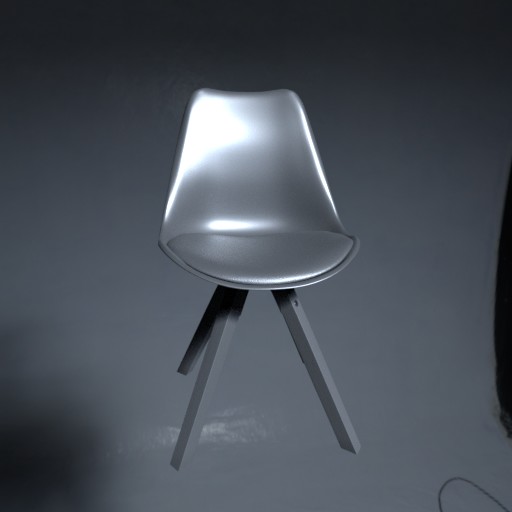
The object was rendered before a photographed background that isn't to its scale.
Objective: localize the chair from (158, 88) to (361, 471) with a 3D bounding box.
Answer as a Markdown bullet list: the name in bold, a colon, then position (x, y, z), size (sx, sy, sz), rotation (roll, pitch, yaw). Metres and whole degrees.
- **chair**: position (0.000, 0.000, 1.137), size (0.485, 0.850, 0.530), rotation (-2, 16, -7)
